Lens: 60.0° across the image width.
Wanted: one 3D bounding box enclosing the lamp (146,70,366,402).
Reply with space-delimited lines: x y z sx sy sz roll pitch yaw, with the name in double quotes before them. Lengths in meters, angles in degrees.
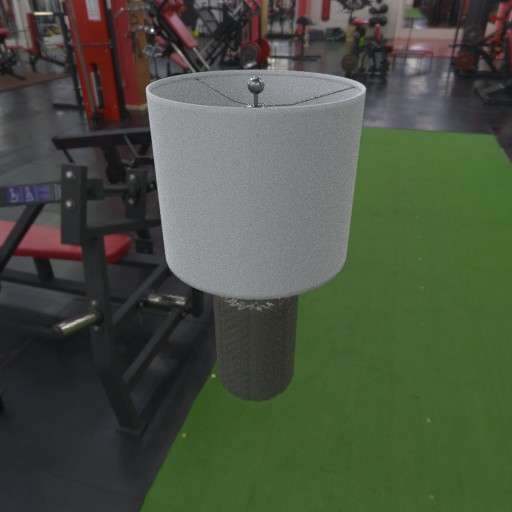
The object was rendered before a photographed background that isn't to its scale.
"lamp" 0.000 0.000 0.512 0.203 0.389 0.203 10 32 16
